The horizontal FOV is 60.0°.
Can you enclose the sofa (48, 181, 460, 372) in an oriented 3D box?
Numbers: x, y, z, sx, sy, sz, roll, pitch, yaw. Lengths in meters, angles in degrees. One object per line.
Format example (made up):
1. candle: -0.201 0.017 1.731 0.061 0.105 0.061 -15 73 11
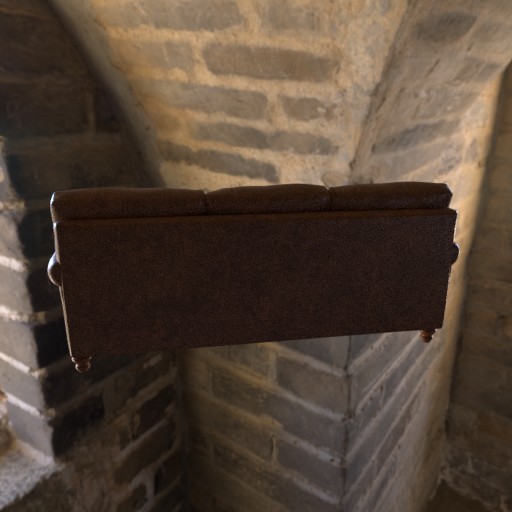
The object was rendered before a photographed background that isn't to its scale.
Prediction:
1. sofa: 0.000 0.000 2.851 2.351 0.977 0.973 -3 16 -10
